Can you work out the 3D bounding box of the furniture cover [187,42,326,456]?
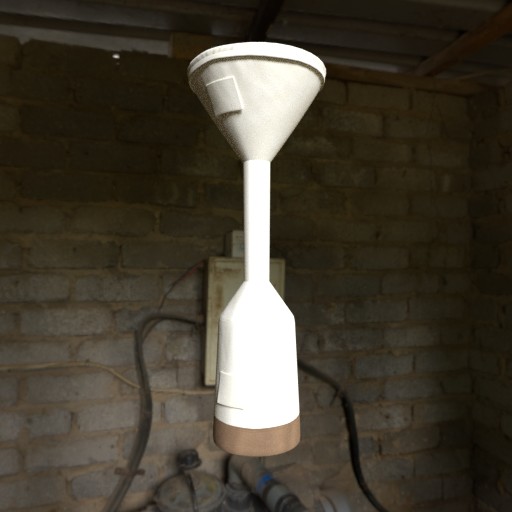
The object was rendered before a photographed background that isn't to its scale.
[{"bbox_3d":[0.000,0.000,2.938,0.914,2.413,0.914,0,0,35],"label":"furniture cover"}]
